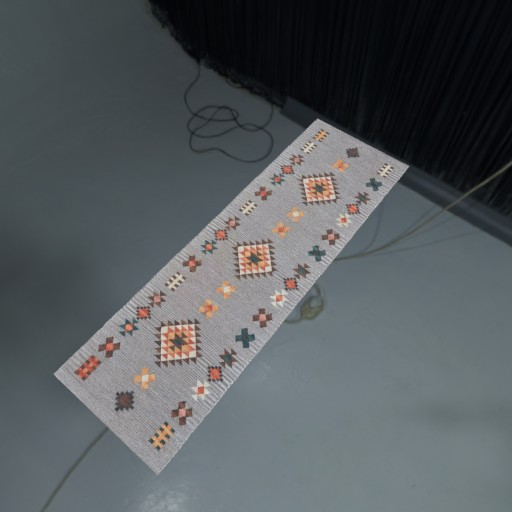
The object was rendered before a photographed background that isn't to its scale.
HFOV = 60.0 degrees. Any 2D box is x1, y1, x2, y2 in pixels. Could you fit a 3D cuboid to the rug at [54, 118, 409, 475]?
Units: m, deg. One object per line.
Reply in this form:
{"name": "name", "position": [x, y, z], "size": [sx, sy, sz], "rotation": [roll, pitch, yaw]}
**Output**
{"name": "rug", "position": [0.000, 0.000, 2.675], "size": [0.766, 0.008, 2.432], "rotation": [34, 65, 19]}
